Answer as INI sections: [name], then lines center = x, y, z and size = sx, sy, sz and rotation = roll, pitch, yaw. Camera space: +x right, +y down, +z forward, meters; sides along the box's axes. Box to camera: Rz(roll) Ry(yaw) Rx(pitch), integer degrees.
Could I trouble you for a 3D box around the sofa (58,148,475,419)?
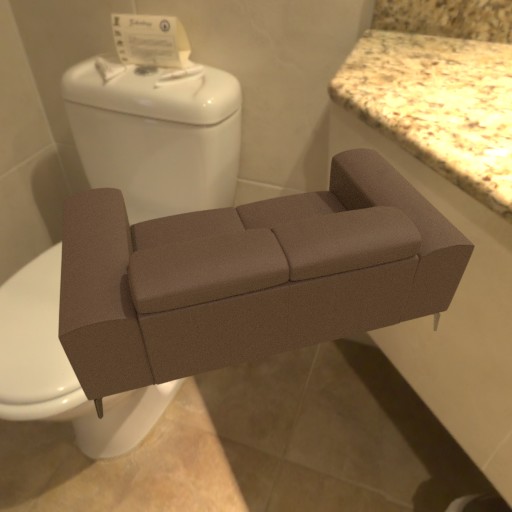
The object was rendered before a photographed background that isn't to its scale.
[sofa]
center = 0.000, 0.000, 2.386
size = 1.895, 0.779, 1.003
rotation = -11, 43, -12
